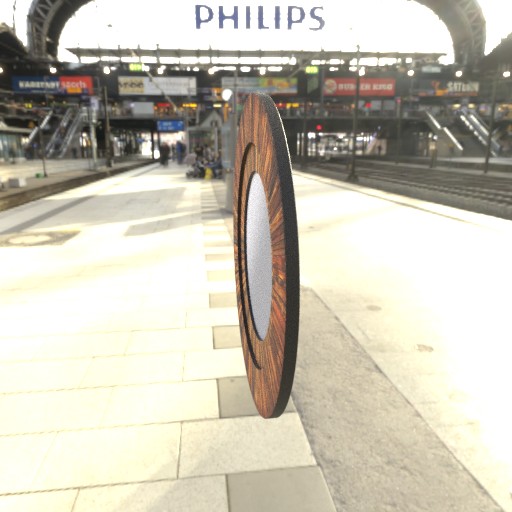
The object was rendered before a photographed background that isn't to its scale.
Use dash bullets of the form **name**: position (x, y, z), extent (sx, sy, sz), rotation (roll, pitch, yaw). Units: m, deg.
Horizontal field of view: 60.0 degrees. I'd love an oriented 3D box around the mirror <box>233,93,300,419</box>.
- **mirror**: position (0.000, 0.000, 1.559), extent (0.036, 1.077, 1.077), rotation (-2, 14, -9)
